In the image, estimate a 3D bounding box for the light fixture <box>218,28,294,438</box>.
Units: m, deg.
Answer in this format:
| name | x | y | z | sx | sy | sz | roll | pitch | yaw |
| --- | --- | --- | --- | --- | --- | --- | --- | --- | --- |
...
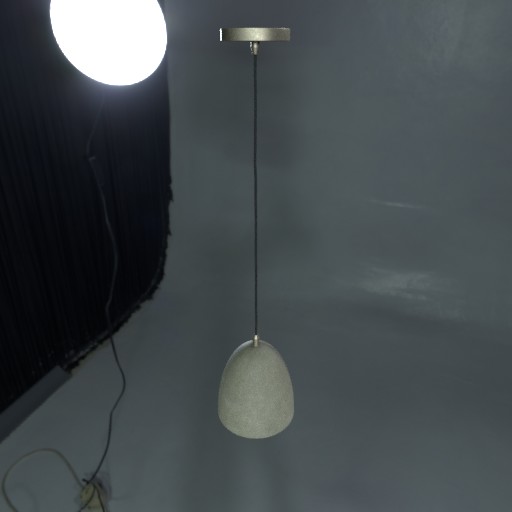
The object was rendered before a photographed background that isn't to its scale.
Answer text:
| name | x | y | z | sx | sy | sz | roll | pitch | yaw |
| --- | --- | --- | --- | --- | --- | --- | --- | --- | --- |
| light fixture | 0.000 | 0.000 | 0.832 | 0.170 | 0.759 | 0.170 | 8 | 27 | 16 |
